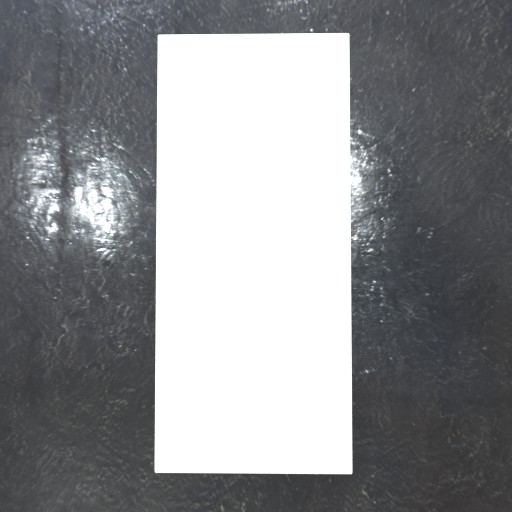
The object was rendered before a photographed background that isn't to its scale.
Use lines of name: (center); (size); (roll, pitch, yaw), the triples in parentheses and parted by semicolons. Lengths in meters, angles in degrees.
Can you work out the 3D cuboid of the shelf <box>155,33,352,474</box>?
shelf: (0.000, 0.000, 1.266); (0.396, 0.732, 0.895); (0, 88, 1)
